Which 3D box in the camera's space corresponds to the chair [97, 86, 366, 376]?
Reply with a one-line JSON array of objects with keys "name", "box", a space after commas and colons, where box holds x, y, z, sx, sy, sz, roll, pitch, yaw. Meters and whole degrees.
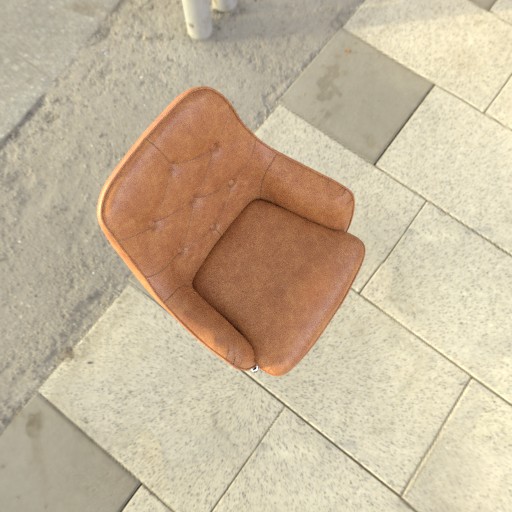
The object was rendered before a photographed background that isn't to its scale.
[{"name": "chair", "box": [0.000, 0.000, 1.384, 0.615, 0.909, 0.628, 34, 77, 9]}]
